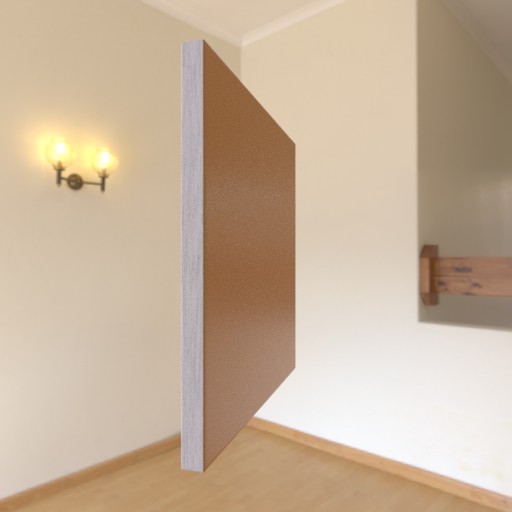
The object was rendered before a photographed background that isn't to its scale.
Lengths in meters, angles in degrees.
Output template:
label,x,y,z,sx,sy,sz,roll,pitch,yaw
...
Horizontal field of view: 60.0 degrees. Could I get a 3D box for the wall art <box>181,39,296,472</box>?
label,x,y,z,sx,sy,sz,roll,pitch,yaw
wall art,0.000,0.000,1.939,0.078,1.288,1.287,0,0,17
